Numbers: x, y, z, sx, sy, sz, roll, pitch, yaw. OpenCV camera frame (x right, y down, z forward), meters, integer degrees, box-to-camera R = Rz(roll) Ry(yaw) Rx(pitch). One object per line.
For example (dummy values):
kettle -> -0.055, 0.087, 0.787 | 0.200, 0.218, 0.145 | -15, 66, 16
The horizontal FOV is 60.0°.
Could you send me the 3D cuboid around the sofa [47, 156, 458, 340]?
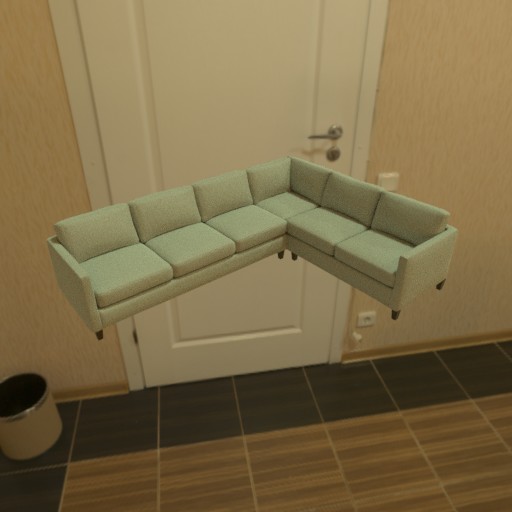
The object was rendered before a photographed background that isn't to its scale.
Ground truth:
sofa -> 0.000, 0.000, 4.516 | 3.333, 0.934, 2.522 | -23, 38, -33
